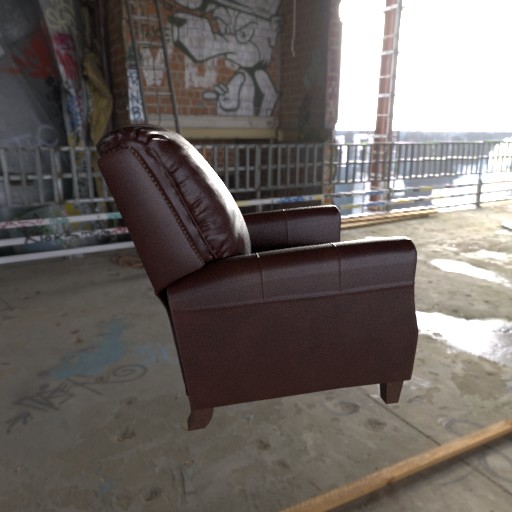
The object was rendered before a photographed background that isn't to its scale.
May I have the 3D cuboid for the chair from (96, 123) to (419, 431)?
[{"bbox_3d":[0.000,0.000,1.789,1.089,1.022,0.826,-3,16,-10],"label":"chair"}]
